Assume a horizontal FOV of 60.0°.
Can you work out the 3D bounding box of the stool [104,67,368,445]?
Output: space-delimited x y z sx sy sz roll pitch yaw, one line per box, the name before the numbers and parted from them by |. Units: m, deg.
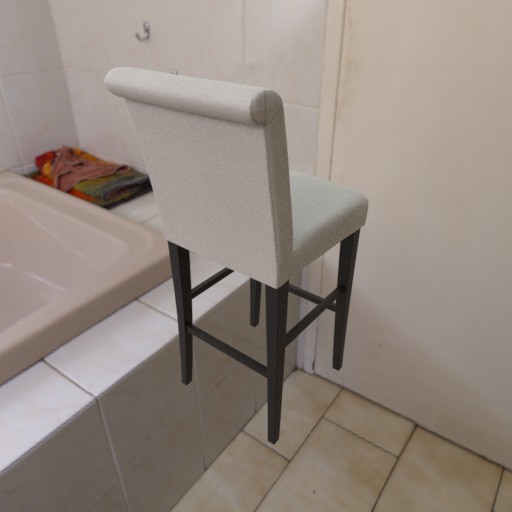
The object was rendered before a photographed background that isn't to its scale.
stool | 0.000 0.000 1.394 0.452 1.124 0.597 22 38 32
